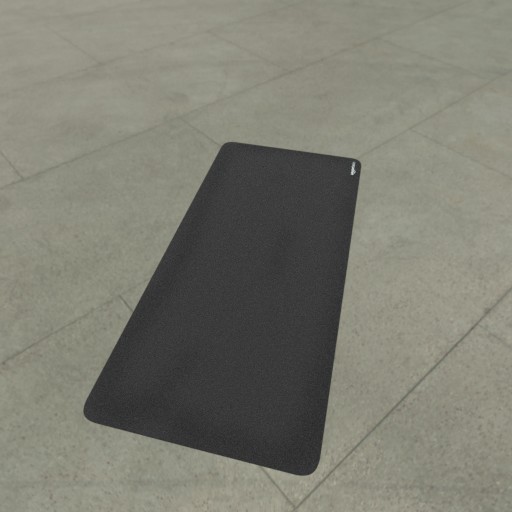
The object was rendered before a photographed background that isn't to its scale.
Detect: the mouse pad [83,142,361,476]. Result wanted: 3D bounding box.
[{"bbox_3d":[0.000,0.000,1.043,0.424,0.003,0.907,10,48,9],"label":"mouse pad"}]
